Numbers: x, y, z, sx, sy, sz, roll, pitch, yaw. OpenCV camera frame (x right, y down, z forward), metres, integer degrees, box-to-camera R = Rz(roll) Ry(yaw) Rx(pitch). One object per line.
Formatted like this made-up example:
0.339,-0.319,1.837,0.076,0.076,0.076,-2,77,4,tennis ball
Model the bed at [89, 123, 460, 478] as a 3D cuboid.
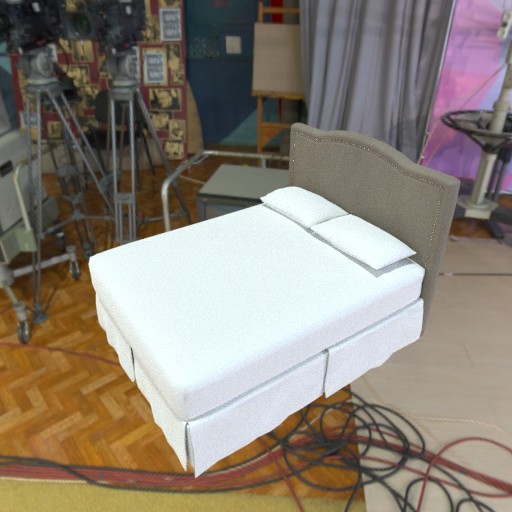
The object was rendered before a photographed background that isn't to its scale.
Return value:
0.000,0.000,3.268,2.128,1.441,1.744,-20,37,-29,bed
